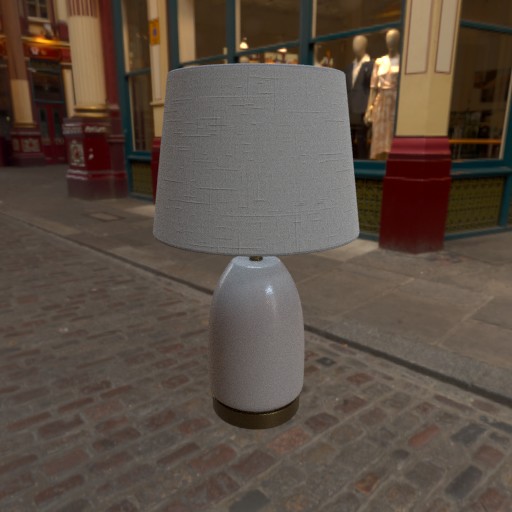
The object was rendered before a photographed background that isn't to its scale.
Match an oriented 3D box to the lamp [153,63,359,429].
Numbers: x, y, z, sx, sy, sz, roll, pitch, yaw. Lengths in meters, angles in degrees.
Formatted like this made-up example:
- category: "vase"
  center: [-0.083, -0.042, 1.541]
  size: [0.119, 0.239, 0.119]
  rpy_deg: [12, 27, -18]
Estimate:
- category: "lamp"
  center: [0.000, 0.000, 0.638]
  size: [0.285, 0.483, 0.285]
  rpy_deg: [0, 16, 0]
